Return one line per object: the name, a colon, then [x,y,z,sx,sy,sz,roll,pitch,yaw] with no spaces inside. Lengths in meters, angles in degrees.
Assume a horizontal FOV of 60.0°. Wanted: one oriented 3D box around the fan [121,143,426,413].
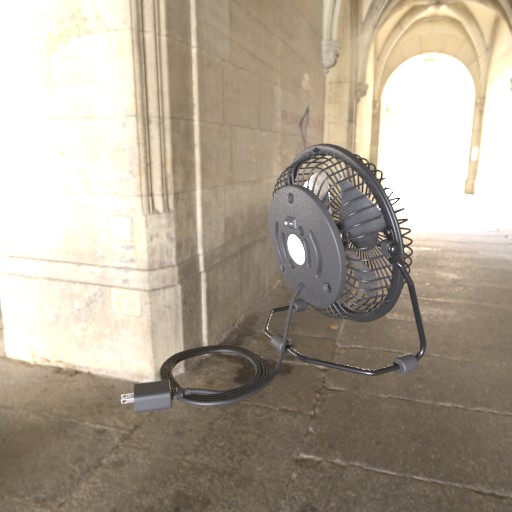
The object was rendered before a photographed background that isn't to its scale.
fan: [0.000,0.000,0.307,0.202,0.152,0.153,-7,15,-26]
